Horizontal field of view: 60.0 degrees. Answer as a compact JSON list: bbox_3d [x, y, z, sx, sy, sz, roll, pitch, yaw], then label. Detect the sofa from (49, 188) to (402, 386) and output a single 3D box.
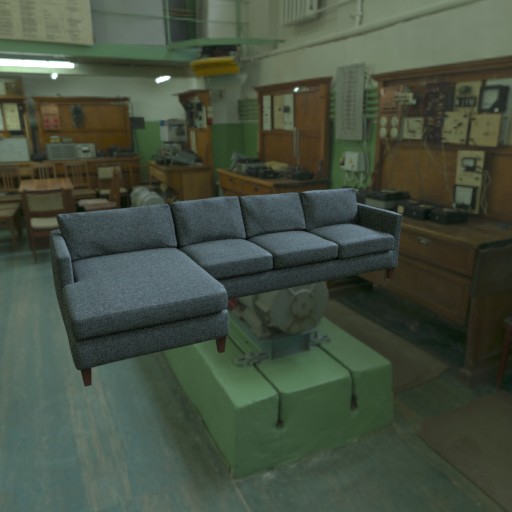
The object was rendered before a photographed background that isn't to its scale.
[{"bbox_3d":[0.000,0.000,4.202,3.485,0.960,1.635,-9,19,-26],"label":"sofa"}]
